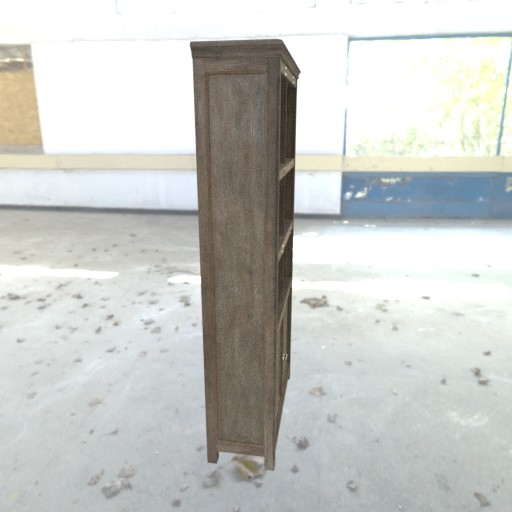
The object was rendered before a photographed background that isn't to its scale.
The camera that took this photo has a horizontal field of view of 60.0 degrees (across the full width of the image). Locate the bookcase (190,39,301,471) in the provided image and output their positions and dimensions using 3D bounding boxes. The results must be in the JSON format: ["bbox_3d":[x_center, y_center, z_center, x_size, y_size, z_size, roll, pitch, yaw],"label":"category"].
[{"bbox_3d":[0.000,0.000,2.282,0.348,1.880,0.906,3,17,9],"label":"bookcase"}]
